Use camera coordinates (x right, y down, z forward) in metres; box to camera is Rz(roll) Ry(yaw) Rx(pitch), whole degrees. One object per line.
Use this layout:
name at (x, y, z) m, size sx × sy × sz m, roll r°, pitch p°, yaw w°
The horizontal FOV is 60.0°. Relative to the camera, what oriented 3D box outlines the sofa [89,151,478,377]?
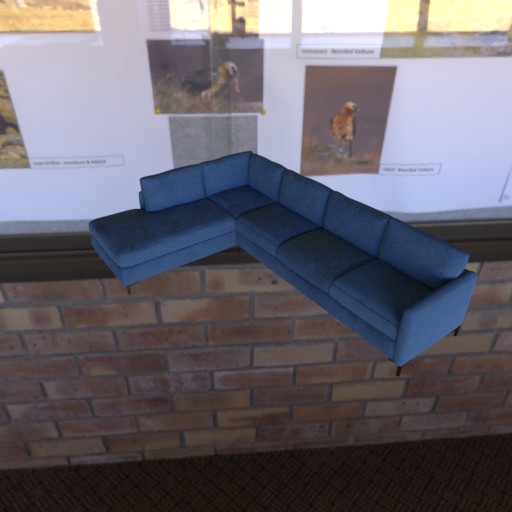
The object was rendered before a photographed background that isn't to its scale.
sofa at (0.000, 0.000, 3.885) m, size 2.007 × 0.815 × 2.949 m, roll -22°, pitch 39°, yaw -30°
